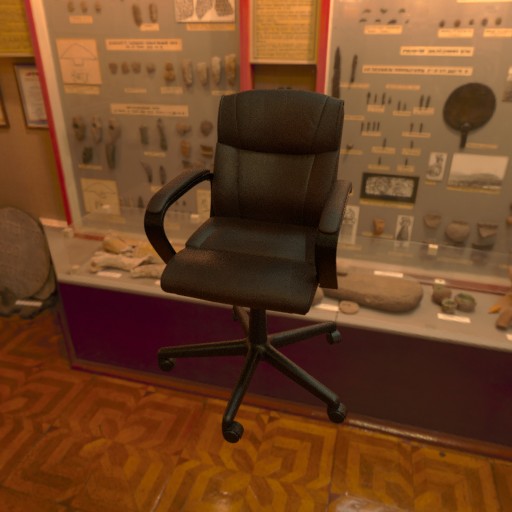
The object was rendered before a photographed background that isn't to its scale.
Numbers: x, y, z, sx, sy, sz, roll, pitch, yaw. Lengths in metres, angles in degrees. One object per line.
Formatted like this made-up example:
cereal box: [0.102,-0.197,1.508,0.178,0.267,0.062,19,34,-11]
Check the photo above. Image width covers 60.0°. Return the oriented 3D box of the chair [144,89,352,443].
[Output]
chair: [0.000,0.000,1.511,0.739,1.004,0.717,8,28,15]
